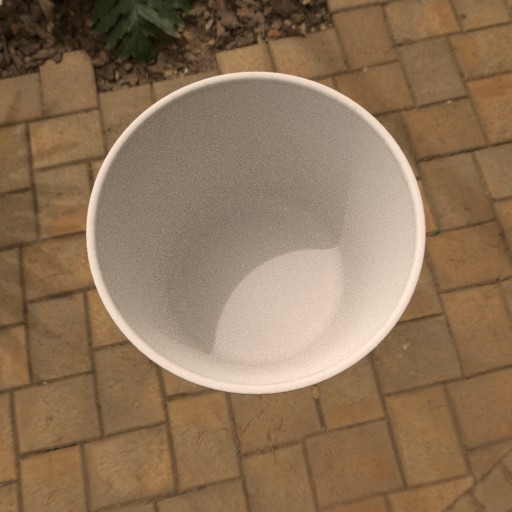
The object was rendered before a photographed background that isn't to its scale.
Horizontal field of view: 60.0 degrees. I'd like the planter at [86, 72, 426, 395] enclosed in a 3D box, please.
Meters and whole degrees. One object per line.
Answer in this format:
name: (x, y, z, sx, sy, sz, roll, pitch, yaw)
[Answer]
planter: (0.000, 0.000, 0.767, 0.440, 0.398, 0.440, 0, 75, 0)
